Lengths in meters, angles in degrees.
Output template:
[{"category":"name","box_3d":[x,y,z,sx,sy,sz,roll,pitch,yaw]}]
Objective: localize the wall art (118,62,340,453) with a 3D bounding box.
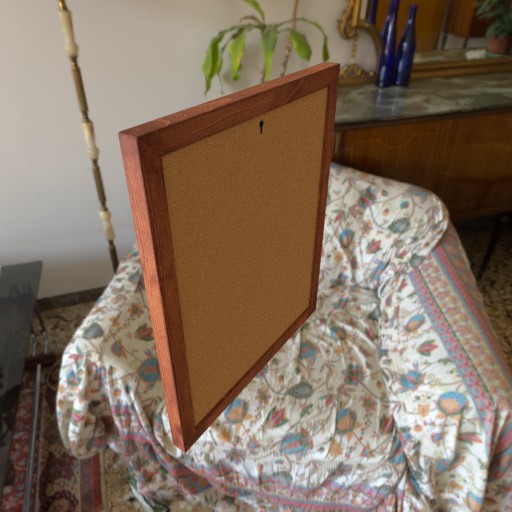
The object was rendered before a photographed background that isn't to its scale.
[{"category":"wall art","box_3d":[0.000,0.000,0.771,0.030,0.558,0.462,22,40,29]}]
